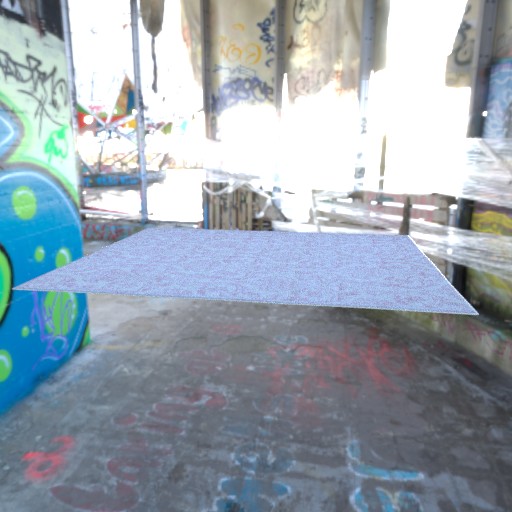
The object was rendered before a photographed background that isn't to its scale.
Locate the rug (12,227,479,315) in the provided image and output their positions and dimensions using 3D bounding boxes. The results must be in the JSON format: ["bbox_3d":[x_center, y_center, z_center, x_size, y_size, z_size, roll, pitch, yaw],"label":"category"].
[{"bbox_3d":[0.000,0.000,3.913,2.980,0.012,2.363,2,14,9],"label":"rug"}]
